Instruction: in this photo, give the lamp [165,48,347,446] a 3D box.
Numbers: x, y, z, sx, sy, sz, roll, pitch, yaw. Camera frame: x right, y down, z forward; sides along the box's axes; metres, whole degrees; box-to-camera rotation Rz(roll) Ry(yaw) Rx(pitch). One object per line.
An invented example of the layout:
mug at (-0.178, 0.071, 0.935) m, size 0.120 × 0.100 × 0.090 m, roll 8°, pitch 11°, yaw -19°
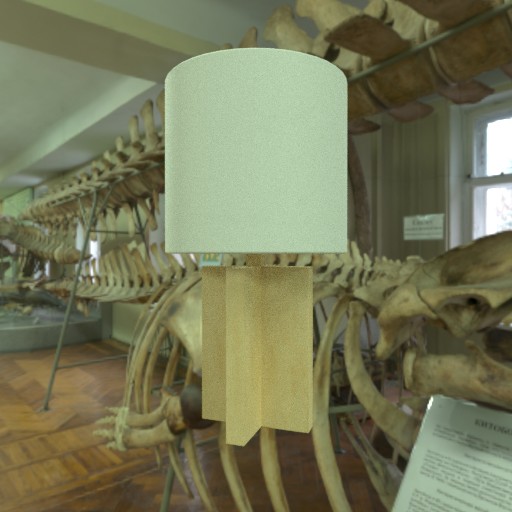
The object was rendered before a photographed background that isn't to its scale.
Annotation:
lamp at (0.000, 0.000, 0.568) m, size 0.229 × 0.428 × 0.229 m, roll 0°, pitch 0°, yaw 20°
